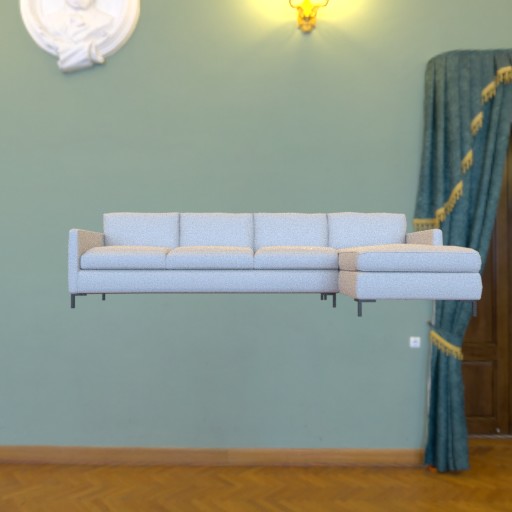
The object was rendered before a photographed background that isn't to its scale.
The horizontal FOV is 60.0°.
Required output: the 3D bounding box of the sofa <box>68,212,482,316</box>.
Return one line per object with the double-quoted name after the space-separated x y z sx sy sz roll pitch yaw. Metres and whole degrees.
0.000 0.000 3.267 2.731 0.755 1.258 0 -1 0 "sofa"
